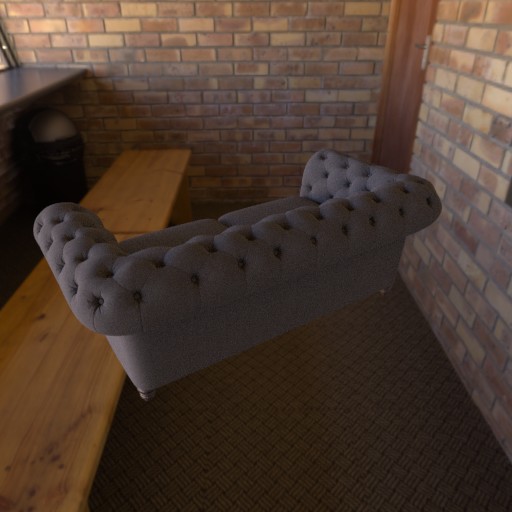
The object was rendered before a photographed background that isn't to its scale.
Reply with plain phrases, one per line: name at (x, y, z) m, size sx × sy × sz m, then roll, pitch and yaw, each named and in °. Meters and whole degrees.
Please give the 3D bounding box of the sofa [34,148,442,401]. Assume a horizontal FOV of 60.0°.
sofa at (0.000, 0.000, 2.416) m, size 1.998 × 0.764 × 0.986 m, roll -18°, pitch 34°, yaw -29°
